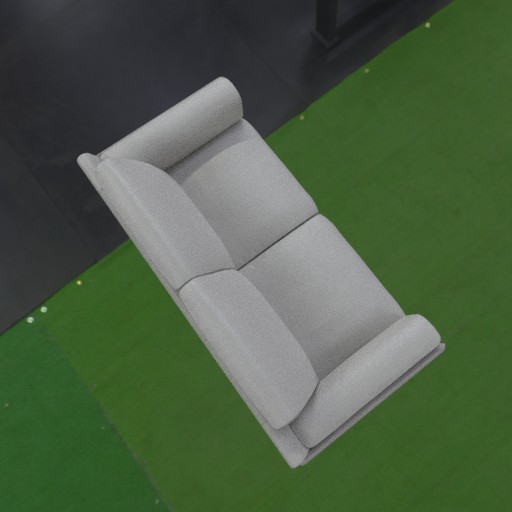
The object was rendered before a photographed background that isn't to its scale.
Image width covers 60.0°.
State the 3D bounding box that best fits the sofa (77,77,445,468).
[{"bbox_3d":[0.000,0.000,2.627,1.049,0.930,2.101,-36,79,-8],"label":"sofa"}]
